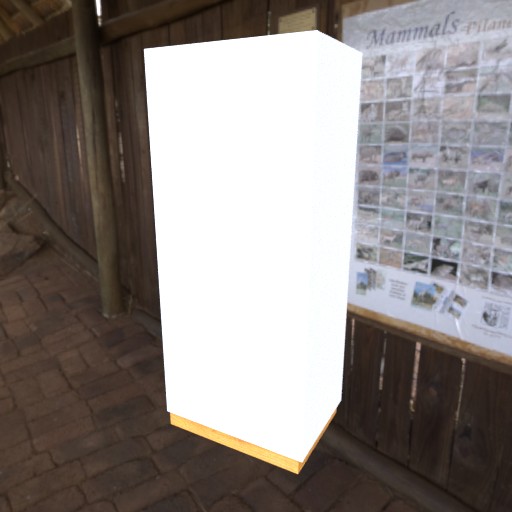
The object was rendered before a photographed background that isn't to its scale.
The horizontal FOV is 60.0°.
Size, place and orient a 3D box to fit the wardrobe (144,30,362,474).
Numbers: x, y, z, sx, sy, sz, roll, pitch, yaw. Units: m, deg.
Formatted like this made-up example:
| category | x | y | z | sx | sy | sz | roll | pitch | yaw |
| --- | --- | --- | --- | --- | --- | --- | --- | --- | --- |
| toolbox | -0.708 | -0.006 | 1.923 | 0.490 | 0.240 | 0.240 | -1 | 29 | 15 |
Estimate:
| category | x | y | z | sx | sy | sz | roll | pitch | yaw |
| --- | --- | --- | --- | --- | --- | --- | --- | --- | --- |
| wardrobe | 0.000 | 0.000 | 2.403 | 0.860 | 2.040 | 0.600 | 9 | 18 | 28 |
